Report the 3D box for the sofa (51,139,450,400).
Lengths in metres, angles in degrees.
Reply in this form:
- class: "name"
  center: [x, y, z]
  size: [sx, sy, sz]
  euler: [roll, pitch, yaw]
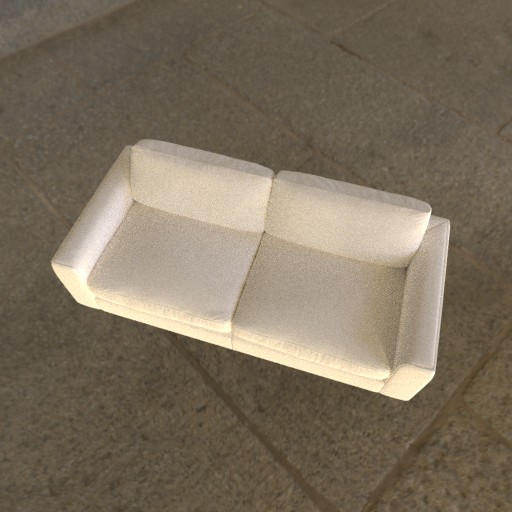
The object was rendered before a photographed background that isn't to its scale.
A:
- class: "sofa"
  center: [0.000, 0.000, 2.811]
  size: [2.262, 0.801, 1.070]
  euler: [15, 59, 9]
